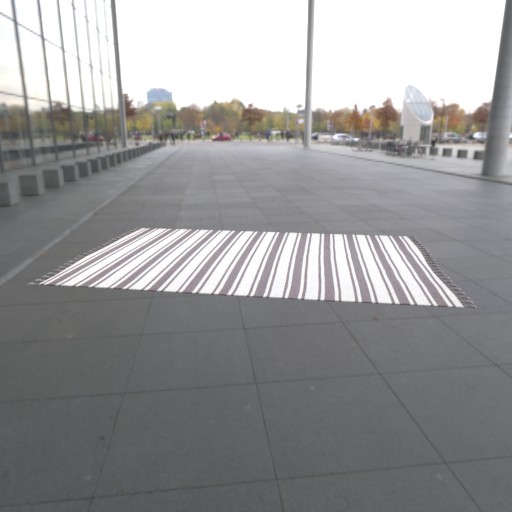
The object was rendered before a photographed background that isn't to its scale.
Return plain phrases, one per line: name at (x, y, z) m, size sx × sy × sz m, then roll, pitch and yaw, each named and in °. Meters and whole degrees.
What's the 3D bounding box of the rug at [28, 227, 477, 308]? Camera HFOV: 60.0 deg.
rug at (0.000, 0.000, 3.071) m, size 2.425 × 0.014 × 1.563 m, roll 2°, pitch 16°, yaw 8°
